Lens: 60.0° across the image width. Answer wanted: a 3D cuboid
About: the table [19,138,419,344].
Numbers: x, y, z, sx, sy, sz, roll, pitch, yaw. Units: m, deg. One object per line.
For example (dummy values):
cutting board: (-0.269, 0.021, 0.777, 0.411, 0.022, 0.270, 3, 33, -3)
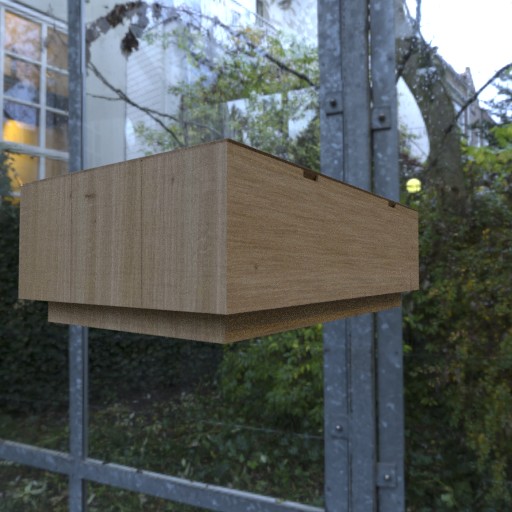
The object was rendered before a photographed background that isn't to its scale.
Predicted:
table: (0.000, 0.000, 1.376, 0.678, 0.353, 1.110, -1, -2, 36)
